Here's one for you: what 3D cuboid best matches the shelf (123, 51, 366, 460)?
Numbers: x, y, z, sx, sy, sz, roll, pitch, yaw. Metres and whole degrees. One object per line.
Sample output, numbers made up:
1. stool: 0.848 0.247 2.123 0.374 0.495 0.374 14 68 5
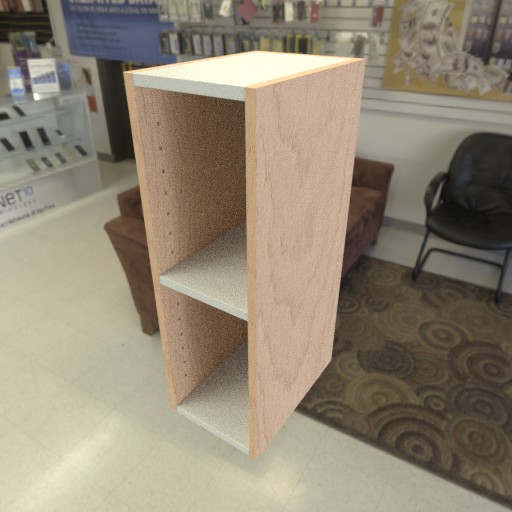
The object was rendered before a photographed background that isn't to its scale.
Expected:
1. shelf: 0.000 0.000 0.751 0.200 0.600 0.290 19 35 29
